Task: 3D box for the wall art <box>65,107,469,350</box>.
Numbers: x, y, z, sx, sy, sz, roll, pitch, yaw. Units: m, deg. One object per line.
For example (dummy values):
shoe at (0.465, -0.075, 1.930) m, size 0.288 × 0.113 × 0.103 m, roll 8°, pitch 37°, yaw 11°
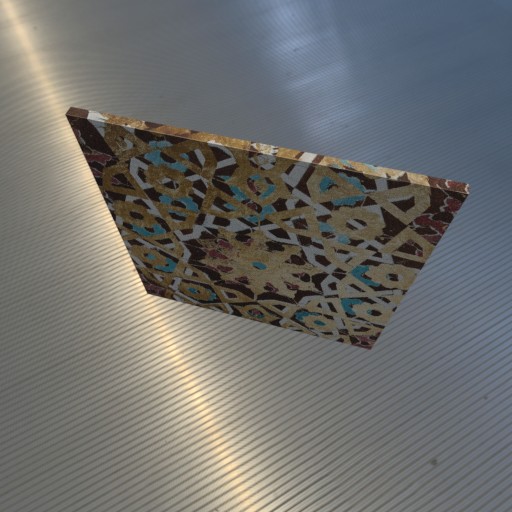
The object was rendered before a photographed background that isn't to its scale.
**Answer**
wall art at (0.000, 0.000, 1.134) m, size 0.757 × 0.762 × 0.028 m, roll 13°, pitch 59°, yaw 8°
